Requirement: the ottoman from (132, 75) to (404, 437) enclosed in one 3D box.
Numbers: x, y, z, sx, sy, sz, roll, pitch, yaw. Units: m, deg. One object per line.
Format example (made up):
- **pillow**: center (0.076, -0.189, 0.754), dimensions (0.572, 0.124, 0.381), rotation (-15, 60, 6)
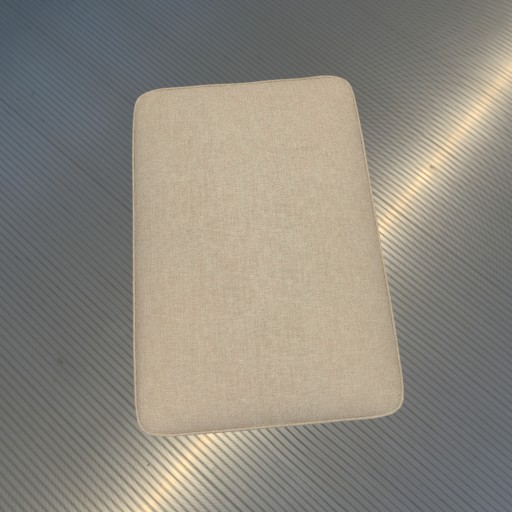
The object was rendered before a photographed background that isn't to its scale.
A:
- **ottoman**: center (0.000, 0.000, 1.149), dimensions (0.559, 0.458, 0.813), rotation (-5, 75, -1)
